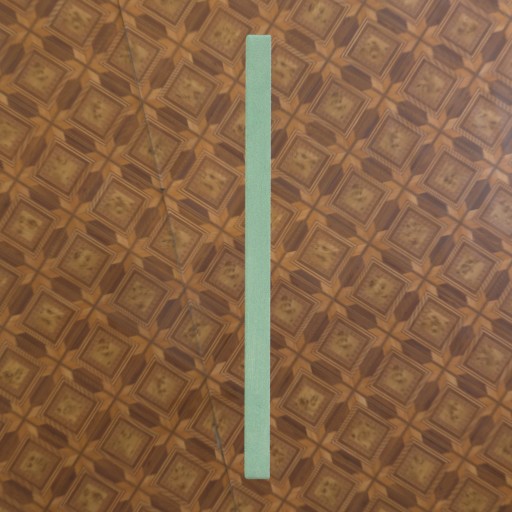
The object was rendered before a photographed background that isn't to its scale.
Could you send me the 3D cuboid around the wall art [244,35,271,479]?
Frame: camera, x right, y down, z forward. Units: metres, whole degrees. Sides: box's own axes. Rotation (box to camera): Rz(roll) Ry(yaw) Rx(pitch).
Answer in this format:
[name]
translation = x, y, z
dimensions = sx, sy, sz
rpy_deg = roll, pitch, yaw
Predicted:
[wall art]
translation = 0.000, 0.000, 1.601
dimensions = 0.070, 1.073, 1.071
rpy_deg = 0, 91, 0
